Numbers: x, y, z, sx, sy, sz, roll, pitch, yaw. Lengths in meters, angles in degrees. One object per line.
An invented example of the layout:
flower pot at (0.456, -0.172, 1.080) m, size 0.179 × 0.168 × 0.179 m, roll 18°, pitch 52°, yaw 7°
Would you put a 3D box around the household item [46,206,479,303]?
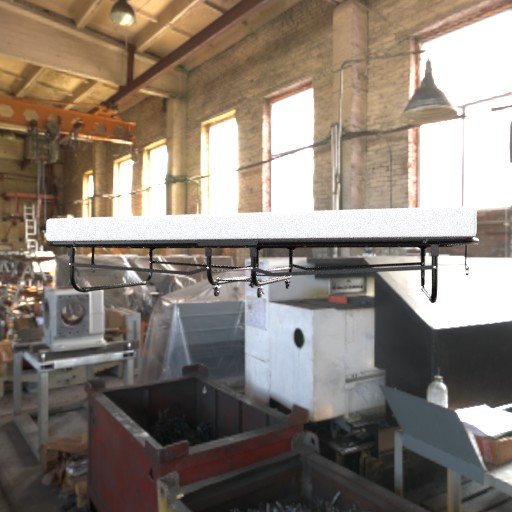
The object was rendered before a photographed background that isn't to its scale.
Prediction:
household item at (0.000, 0.000, 2.177) m, size 1.905 × 0.356 × 0.787 m, roll 0°, pitch 0°, yaw 17°
